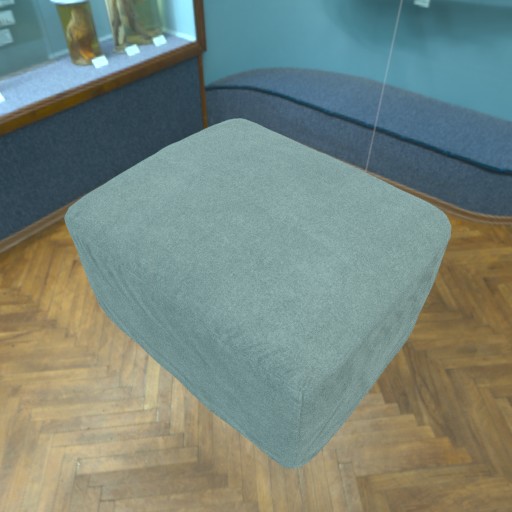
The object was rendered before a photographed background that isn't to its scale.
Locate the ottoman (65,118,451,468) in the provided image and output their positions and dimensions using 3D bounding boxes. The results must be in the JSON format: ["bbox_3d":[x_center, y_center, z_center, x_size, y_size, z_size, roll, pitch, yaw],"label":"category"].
[{"bbox_3d":[0.000,0.000,1.236,0.837,0.481,0.683,32,54,28],"label":"ottoman"}]
